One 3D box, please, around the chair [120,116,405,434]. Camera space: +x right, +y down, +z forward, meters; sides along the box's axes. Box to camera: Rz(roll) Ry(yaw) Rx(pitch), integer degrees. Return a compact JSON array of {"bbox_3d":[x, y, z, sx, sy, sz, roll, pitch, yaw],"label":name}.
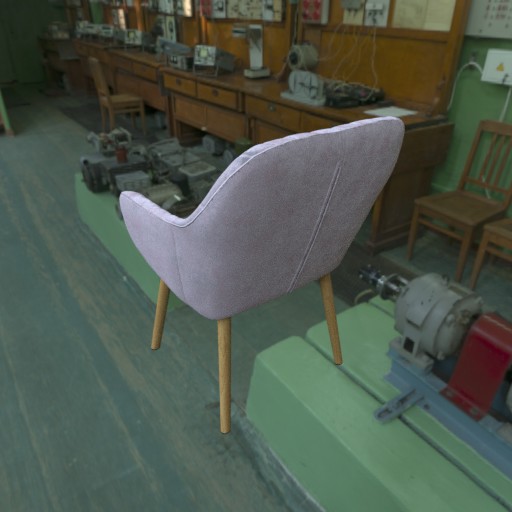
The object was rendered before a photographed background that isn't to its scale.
[{"bbox_3d":[0.000,0.000,1.253,0.610,0.832,0.570,-21,36,-31],"label":"chair"}]
